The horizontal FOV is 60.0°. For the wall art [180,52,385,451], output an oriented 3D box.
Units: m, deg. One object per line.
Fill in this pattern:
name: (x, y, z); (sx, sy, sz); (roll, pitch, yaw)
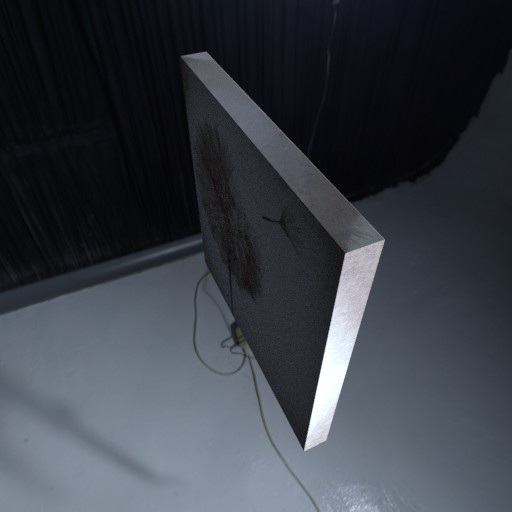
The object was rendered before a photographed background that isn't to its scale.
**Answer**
wall art: (0.000, 0.000, 0.462); (0.028, 0.303, 0.303); (-18, 49, -17)
